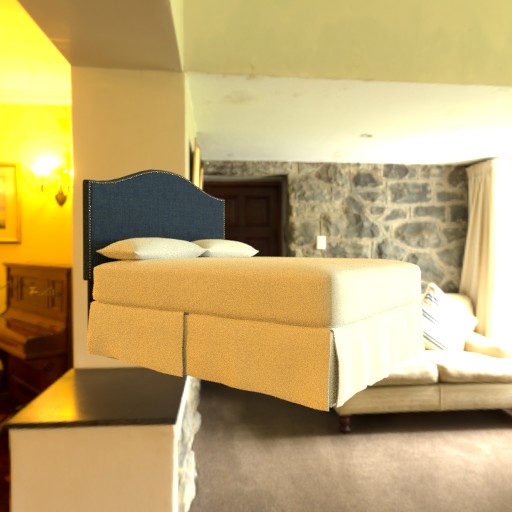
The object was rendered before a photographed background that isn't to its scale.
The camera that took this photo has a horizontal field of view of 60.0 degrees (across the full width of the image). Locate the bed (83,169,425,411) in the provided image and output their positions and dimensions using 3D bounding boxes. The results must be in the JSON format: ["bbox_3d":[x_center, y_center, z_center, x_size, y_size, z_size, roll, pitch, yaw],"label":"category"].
[{"bbox_3d":[0.000,0.000,3.414,2.153,1.518,1.713,1,1,35],"label":"bed"}]
